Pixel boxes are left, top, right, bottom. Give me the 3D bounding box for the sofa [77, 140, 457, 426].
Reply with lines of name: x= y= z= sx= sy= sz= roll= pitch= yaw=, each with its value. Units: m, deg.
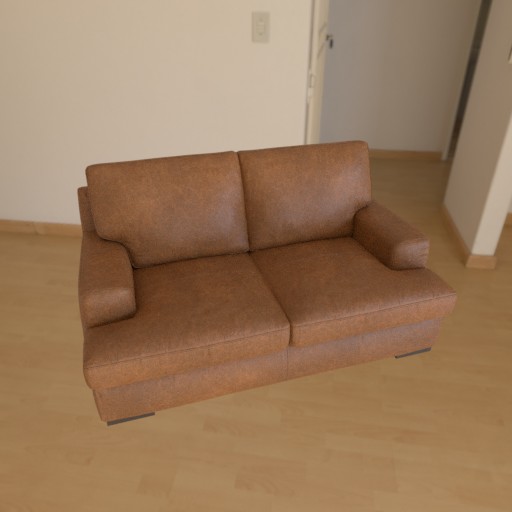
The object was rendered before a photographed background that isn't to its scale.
sofa: x=0.000 y=0.000 z=2.447 sx=1.880 sy=0.966 sz=1.144 roll=-9 pitch=32 yaw=-14
